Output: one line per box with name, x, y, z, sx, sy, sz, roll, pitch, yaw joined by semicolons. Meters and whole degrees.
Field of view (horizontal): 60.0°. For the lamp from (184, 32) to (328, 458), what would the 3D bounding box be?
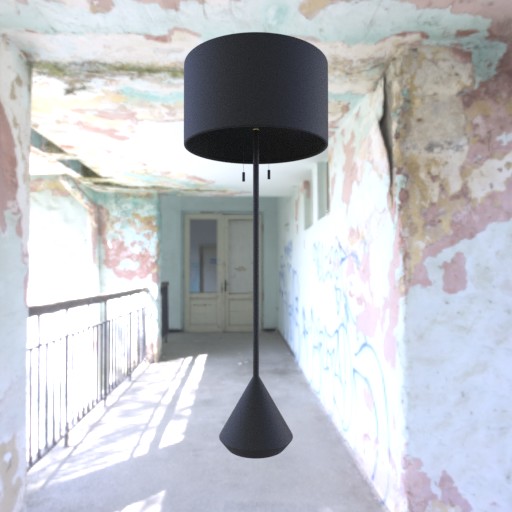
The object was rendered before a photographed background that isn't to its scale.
lamp;0.000;0.000;1.792;0.580;1.526;0.580;0;-1;-1
